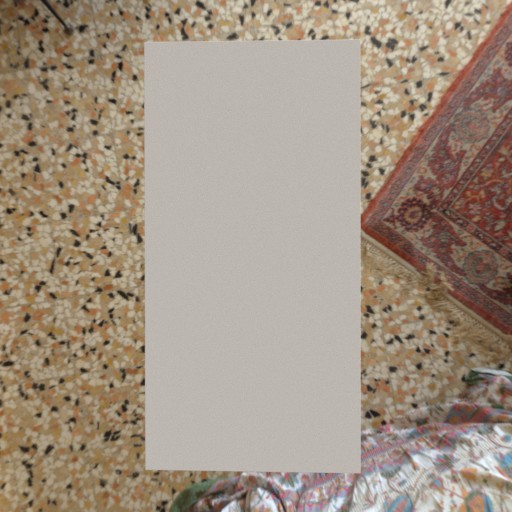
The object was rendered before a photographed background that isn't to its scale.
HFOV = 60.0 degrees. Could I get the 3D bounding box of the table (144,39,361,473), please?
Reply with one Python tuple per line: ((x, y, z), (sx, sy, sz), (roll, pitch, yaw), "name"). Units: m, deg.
((0.000, 0.000, 1.348), (0.498, 0.660, 0.991), (0, 91, 1), "table")
